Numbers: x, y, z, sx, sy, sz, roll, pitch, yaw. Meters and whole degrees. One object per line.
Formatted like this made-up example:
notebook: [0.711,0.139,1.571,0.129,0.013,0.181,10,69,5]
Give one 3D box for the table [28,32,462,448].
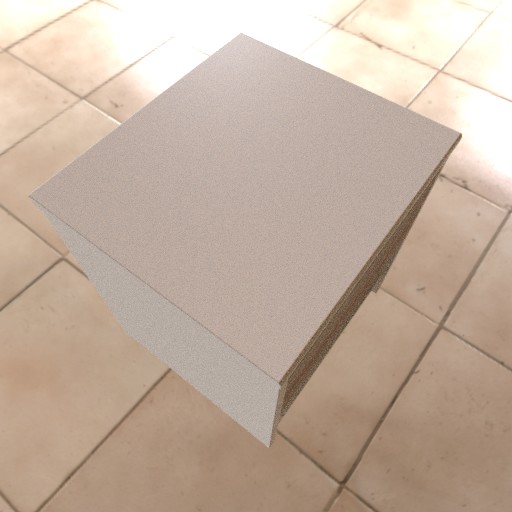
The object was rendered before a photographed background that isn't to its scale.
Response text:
table: [0.000,0.000,0.764,0.380,0.460,0.420,33,64,18]
